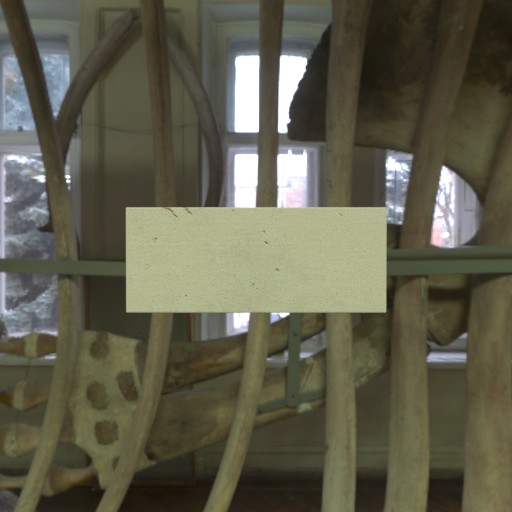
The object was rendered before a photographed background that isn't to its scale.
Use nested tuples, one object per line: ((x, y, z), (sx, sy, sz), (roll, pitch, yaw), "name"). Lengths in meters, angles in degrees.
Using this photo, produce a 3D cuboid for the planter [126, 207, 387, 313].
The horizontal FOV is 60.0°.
((0.000, 0.000, 0.382), (0.127, 0.051, 0.333), (0, 1, 0), "planter")
